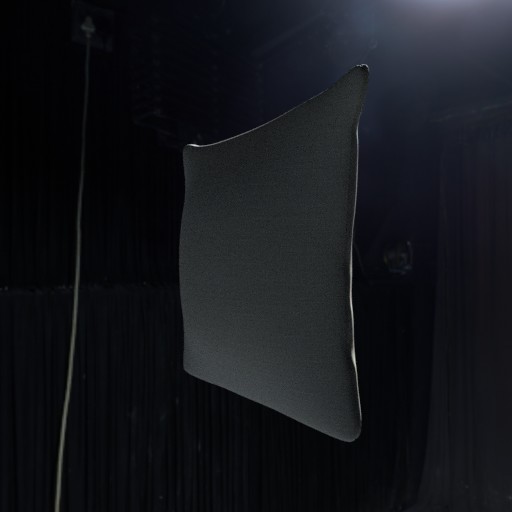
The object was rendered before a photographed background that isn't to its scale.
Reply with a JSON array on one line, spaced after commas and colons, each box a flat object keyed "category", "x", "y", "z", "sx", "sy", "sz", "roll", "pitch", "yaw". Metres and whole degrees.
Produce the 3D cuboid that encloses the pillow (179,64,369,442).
[{"category": "pillow", "x": 0.000, "y": 0.000, "z": 0.699, "sx": 0.191, "sy": 0.449, "sz": 0.451, "roll": 1, "pitch": -1, "yaw": -36}]
